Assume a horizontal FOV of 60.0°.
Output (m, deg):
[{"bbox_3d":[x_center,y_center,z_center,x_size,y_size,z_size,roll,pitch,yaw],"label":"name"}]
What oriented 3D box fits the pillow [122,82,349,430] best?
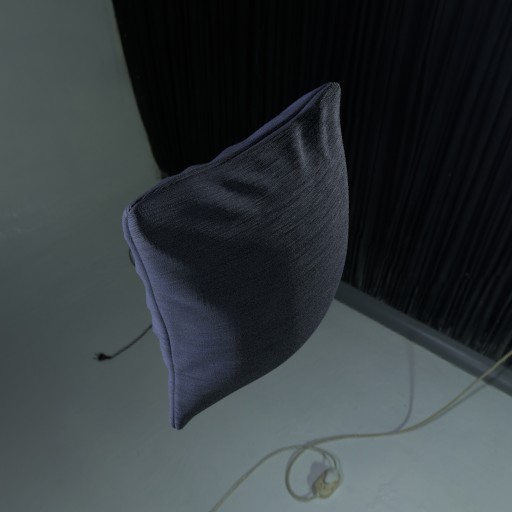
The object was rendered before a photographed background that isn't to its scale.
[{"bbox_3d":[0.000,0.000,0.681,0.246,0.414,0.432,25,46,26],"label":"pillow"}]
